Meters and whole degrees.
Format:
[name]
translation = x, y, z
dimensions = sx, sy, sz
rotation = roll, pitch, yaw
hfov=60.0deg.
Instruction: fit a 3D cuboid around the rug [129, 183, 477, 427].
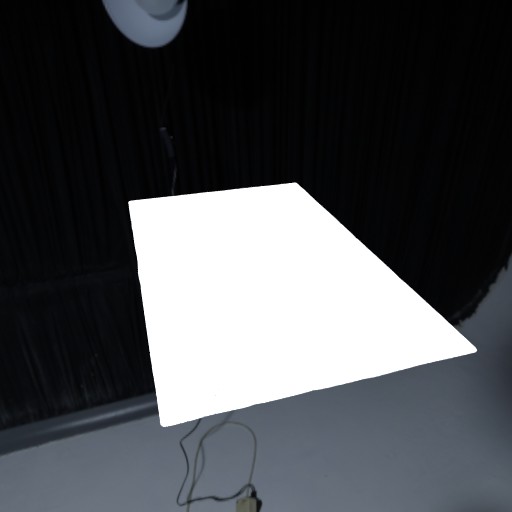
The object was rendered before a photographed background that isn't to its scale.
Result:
[rug]
translation = 0.000, 0.000, 2.989
dimensions = 1.546, 0.010, 2.442
rotation = -9, 31, -15
